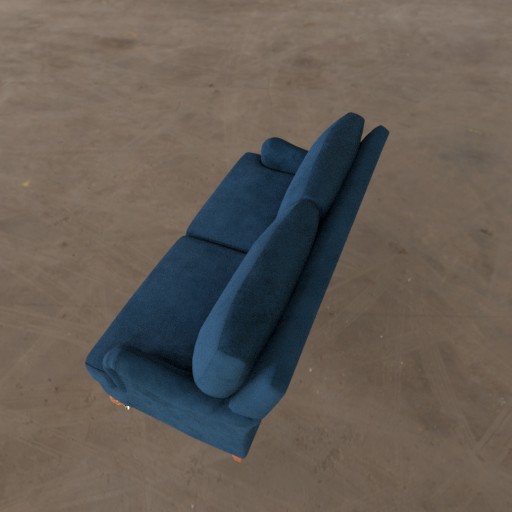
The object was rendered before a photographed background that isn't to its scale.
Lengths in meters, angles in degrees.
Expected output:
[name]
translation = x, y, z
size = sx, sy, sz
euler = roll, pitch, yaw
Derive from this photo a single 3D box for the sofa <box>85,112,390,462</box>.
[sofa]
translation = 0.000, 0.000, 2.764
size = 1.084, 1.101, 2.141
euler = 17, 49, 15
